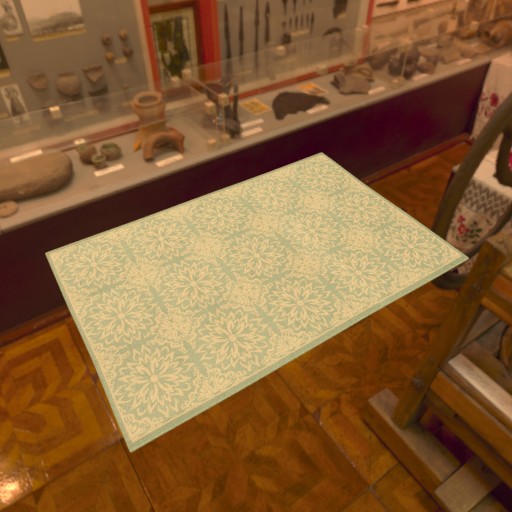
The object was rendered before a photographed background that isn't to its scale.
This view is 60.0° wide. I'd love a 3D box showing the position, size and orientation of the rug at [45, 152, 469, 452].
[{"bbox_3d":[0.000,0.000,3.437,2.746,0.018,1.819,-24,49,-23],"label":"rug"}]
